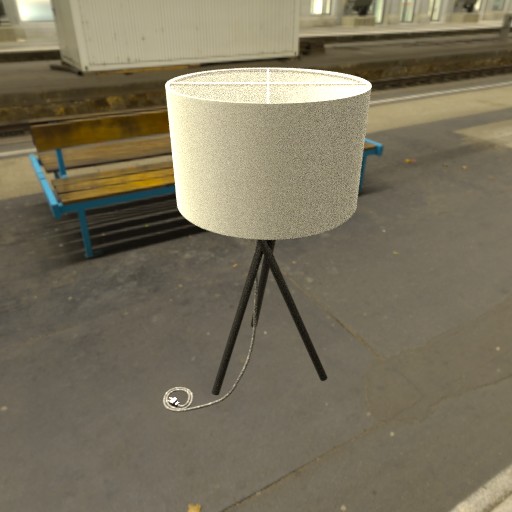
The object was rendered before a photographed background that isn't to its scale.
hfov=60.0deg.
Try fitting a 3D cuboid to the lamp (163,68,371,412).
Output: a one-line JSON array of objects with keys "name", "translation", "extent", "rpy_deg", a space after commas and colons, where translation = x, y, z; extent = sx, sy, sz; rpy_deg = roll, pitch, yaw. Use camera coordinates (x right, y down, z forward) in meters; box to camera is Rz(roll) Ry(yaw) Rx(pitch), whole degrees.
[{"name": "lamp", "translation": [0.000, 0.000, 0.923], "extent": [0.353, 0.674, 0.422], "rpy_deg": [21, 37, 32]}]
